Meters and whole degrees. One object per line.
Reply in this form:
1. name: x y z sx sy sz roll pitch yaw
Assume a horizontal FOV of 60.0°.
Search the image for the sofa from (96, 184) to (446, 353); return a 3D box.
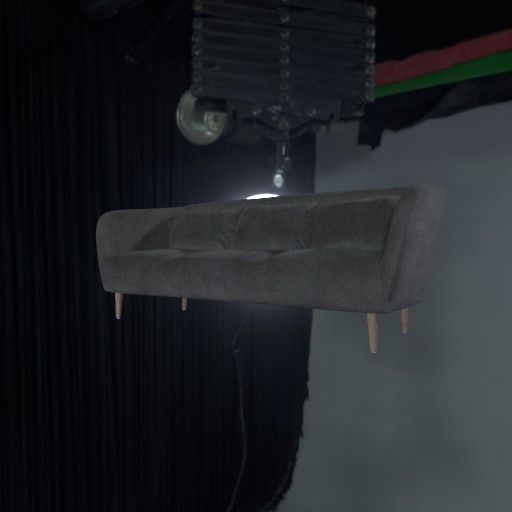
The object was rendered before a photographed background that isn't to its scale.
1. sofa: 0.000 0.000 2.858 2.296 0.875 0.956 0 0 35
